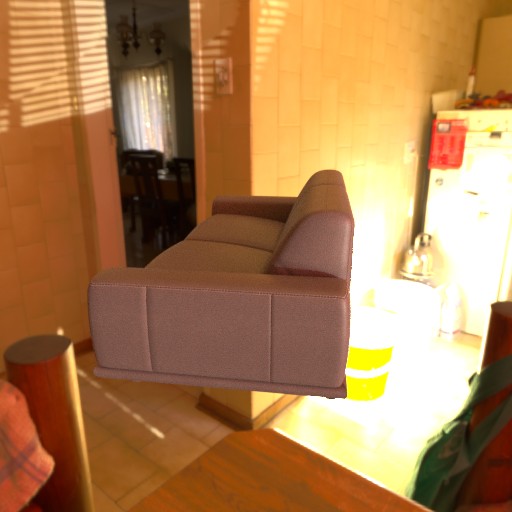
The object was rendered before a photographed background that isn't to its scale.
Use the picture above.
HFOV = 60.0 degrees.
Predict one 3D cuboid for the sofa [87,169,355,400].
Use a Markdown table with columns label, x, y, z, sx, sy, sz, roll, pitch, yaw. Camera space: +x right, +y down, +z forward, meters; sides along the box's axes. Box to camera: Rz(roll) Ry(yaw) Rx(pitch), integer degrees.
| label | x | y | z | sx | sy | sz | roll | pitch | yaw |
| --- | --- | --- | --- | --- | --- | --- | --- | --- | --- |
| sofa | 0.000 | 0.000 | 2.321 | 0.900 | 0.772 | 1.901 | 3 | 17 | 9 |
